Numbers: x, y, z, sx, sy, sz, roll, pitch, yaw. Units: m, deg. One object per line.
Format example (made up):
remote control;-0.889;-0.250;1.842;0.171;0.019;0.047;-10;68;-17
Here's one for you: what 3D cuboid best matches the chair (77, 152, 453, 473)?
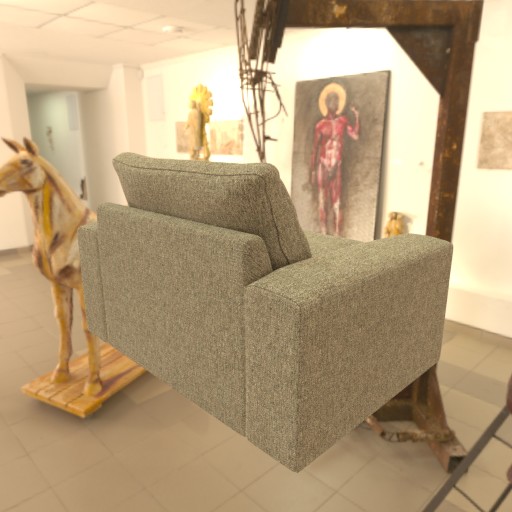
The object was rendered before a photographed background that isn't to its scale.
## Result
chair;0.000;0.000;2.007;1.039;0.915;1.398;-15;21;-43
